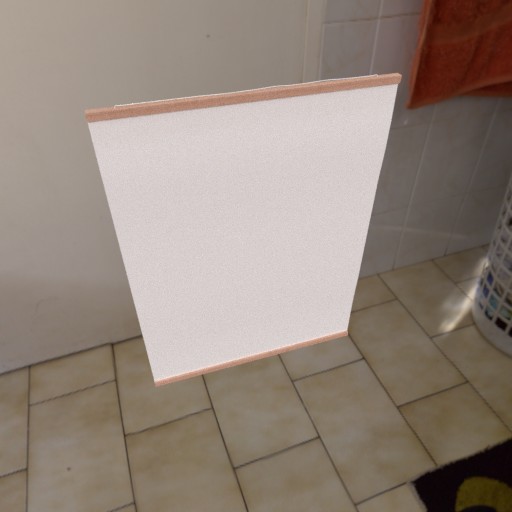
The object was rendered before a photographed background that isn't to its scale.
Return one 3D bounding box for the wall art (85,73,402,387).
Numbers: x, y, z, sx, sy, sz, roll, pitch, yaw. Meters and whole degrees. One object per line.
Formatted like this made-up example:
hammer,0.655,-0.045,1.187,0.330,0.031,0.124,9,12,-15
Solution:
wall art,0.000,0.000,1.347,0.758,1.013,0.020,-12,42,-14
